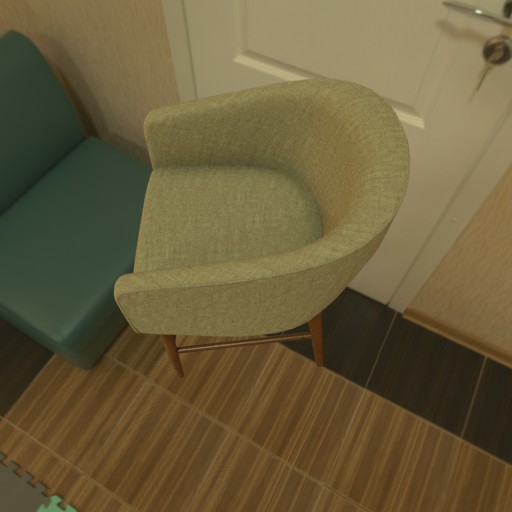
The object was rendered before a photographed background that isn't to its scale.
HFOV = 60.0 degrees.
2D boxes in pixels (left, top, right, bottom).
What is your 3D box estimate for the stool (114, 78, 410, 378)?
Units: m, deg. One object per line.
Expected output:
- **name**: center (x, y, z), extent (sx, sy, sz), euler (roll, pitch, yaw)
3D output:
- **stool**: center (0.000, 0.000, 1.328), extent (0.635, 0.952, 0.559), euler (0, 60, 0)
